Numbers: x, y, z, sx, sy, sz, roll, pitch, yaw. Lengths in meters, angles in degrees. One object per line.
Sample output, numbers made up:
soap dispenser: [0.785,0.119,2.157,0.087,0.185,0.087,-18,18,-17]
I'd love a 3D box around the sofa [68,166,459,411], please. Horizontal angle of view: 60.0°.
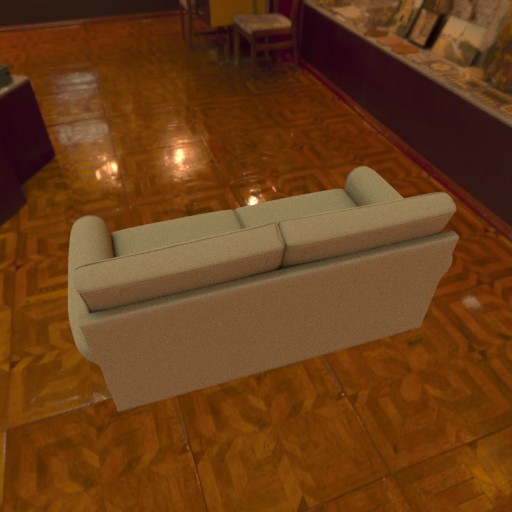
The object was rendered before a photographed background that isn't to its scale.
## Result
sofa: [0.000,0.000,2.433,1.930,0.952,0.940,-12,44,-13]
